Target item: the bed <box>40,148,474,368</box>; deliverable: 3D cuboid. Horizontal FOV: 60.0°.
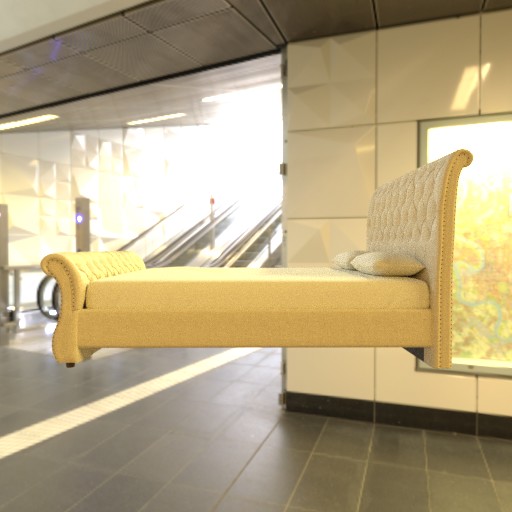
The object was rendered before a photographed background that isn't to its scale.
[{"bbox_3d":[0.000,0.000,3.332,2.493,1.268,1.606,0,1,-1],"label":"bed"}]
